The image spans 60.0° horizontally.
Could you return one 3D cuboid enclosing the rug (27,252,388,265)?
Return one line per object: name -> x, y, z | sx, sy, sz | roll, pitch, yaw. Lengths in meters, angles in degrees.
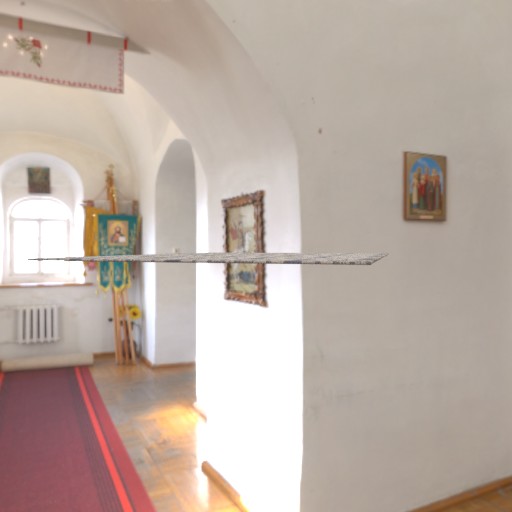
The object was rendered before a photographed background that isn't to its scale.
rug -> 0.000, 0.000, 3.020 | 1.676, 0.013, 2.261 | 0, 1, 18
